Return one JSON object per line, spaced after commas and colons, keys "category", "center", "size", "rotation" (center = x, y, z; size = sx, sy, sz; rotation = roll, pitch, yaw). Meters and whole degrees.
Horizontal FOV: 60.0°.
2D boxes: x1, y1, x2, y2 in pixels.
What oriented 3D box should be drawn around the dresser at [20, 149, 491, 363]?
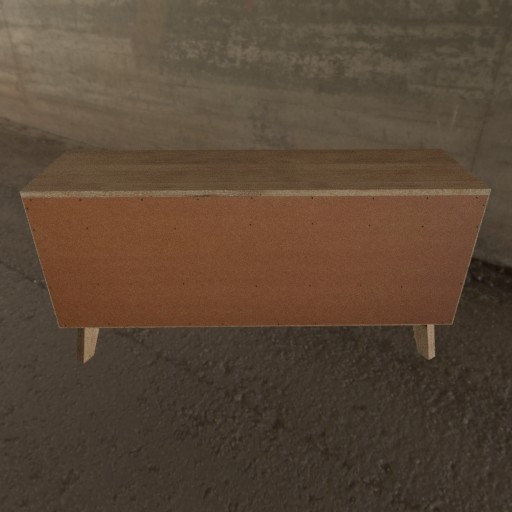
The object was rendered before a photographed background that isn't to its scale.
{"category": "dresser", "center": [0.000, 0.000, 1.901], "size": [1.602, 0.788, 0.455], "rotation": [0, 31, -1]}
